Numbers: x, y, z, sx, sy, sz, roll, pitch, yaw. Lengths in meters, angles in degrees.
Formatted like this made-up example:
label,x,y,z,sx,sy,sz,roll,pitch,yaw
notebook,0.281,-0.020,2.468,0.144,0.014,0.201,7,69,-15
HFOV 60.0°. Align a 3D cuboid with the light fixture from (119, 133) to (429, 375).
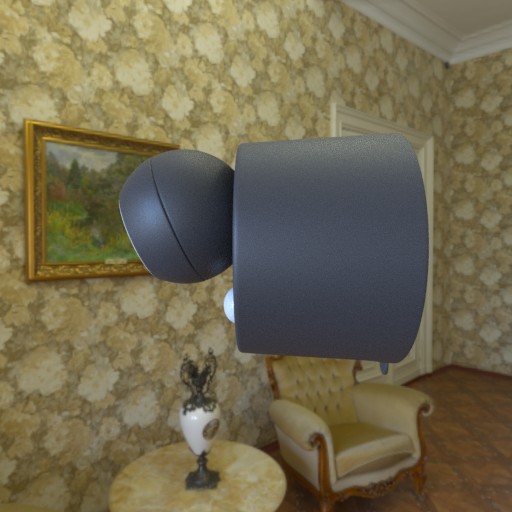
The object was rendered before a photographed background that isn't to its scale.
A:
label,x,y,z,sx,sy,sz,roll,pitch,yaw
light fixture,0.000,0.000,0.268,0.160,0.143,0.134,0,1,1
